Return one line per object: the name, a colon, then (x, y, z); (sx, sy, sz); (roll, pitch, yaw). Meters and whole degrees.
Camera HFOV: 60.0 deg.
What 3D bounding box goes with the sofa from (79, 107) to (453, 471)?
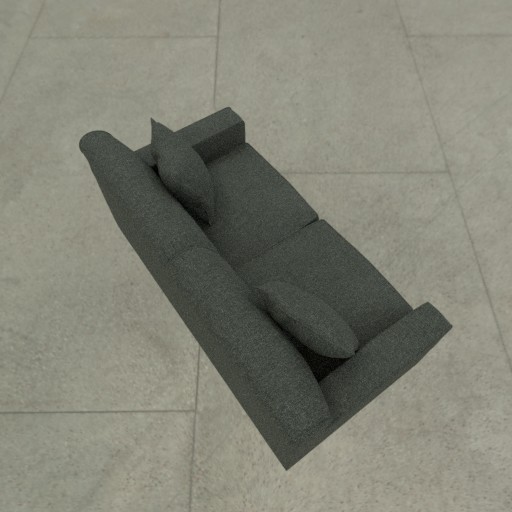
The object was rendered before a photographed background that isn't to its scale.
sofa: (0.000, 0.000, 2.411); (0.998, 0.958, 1.846); (-32, 64, -18)
